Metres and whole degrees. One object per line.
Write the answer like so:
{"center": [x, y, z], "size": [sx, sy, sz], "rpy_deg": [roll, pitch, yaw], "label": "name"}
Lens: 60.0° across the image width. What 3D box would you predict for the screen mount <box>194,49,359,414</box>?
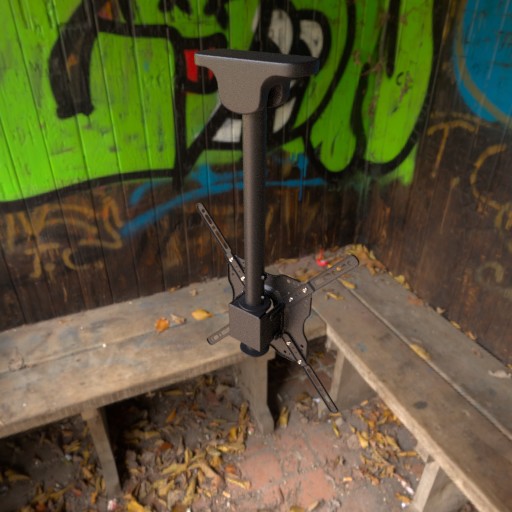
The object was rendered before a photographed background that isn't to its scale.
{"center": [0.000, 0.000, 0.875], "size": [0.393, 0.729, 0.090], "rpy_deg": [21, 37, 31], "label": "screen mount"}
